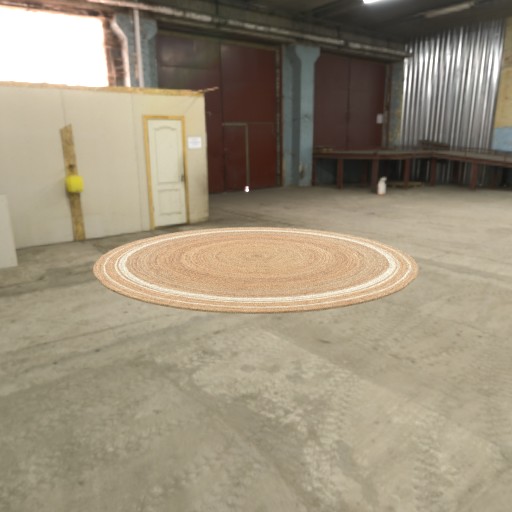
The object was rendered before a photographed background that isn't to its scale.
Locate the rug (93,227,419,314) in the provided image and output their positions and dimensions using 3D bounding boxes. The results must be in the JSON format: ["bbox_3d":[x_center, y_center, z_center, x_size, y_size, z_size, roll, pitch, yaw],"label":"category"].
[{"bbox_3d":[0.000,0.000,3.536,2.444,0.015,2.444,0,14,0],"label":"rug"}]
